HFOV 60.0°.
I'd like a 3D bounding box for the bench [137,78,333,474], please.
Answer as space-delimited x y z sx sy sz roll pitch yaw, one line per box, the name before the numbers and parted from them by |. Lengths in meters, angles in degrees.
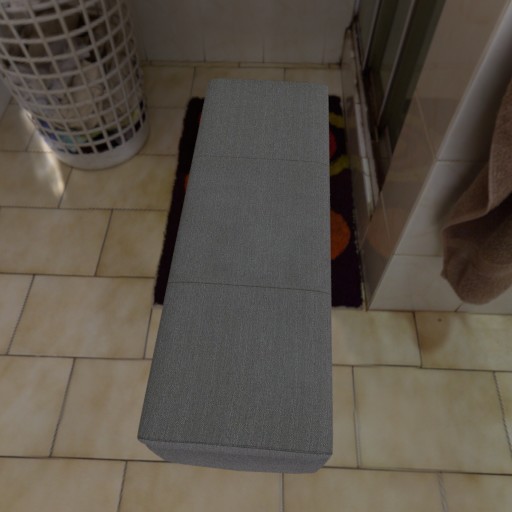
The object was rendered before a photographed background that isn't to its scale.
bench | 0.000 0.000 1.464 0.446 0.438 1.269 4 59 2
